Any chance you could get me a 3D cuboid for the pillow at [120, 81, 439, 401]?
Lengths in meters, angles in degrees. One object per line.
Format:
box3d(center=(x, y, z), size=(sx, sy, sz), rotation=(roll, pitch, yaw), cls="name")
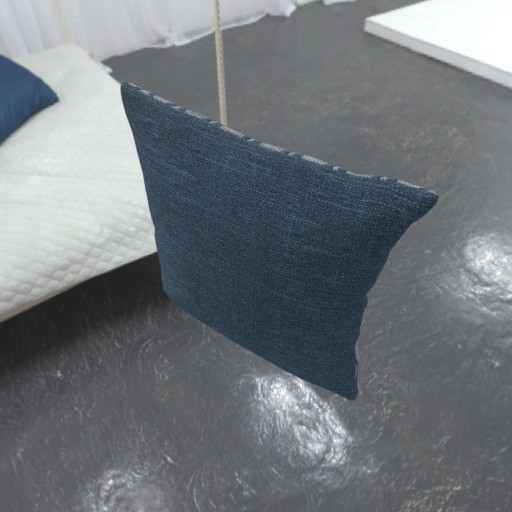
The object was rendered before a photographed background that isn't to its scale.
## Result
box3d(center=(0.000, 0.000, 0.668), size=(0.435, 0.435, 0.159), rotation=(25, 50, 23), cls="pillow")
